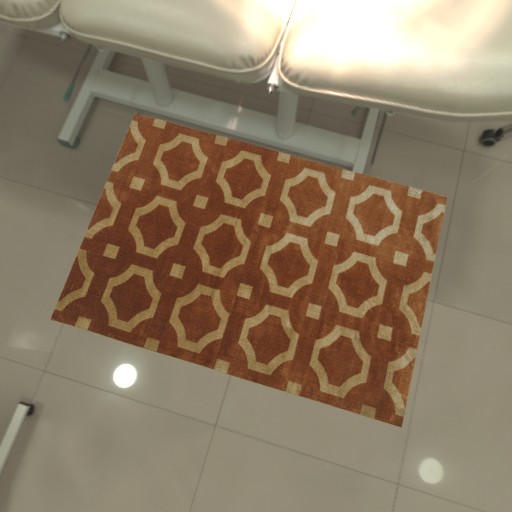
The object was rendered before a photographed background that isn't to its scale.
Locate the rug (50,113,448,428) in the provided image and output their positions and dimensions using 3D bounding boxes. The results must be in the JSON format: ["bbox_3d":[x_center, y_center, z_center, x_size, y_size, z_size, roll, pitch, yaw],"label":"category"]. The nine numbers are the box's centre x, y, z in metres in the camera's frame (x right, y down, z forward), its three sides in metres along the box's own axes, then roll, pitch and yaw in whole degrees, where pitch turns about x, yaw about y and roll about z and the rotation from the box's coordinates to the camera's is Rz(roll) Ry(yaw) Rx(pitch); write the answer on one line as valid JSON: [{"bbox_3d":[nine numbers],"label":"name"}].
[{"bbox_3d":[0.000,0.000,2.931,2.286,0.016,1.555,16,76,4],"label":"rug"}]
